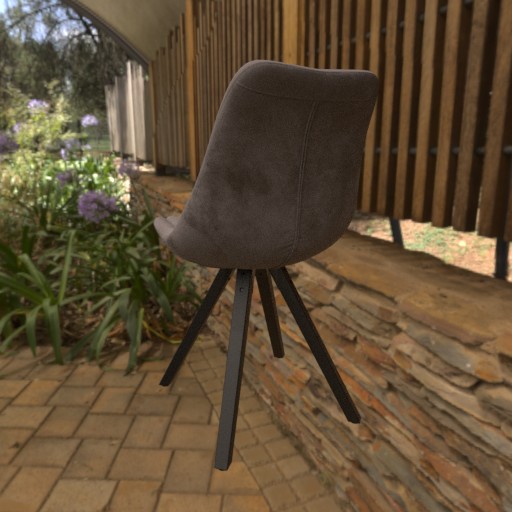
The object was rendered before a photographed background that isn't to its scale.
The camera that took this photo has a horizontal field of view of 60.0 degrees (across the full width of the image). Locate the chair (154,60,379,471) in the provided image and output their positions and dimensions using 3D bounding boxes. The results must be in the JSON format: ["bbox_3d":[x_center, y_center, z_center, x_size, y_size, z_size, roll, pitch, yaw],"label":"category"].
[{"bbox_3d":[0.000,0.000,1.156,0.485,0.850,0.550,-7,15,-27],"label":"chair"}]
